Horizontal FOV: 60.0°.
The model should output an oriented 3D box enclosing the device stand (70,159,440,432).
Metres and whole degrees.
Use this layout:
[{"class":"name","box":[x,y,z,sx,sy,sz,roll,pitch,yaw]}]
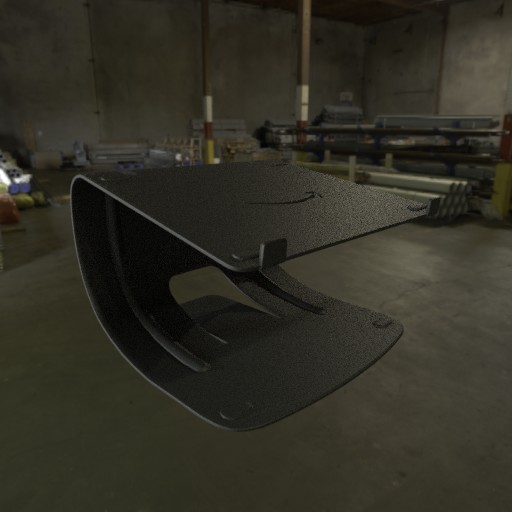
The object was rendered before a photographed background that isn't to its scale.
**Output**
[{"class":"device stand","box":[0.000,0.000,0.410,0.236,0.155,0.256,15,22,42]}]
